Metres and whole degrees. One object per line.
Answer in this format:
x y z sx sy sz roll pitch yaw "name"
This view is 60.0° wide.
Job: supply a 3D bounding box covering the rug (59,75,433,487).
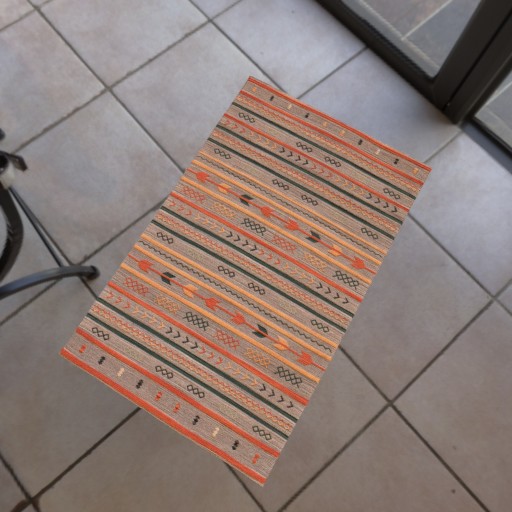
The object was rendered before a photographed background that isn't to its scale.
0.000 0.000 3.035 1.537 0.029 2.439 30 77 8 "rug"
